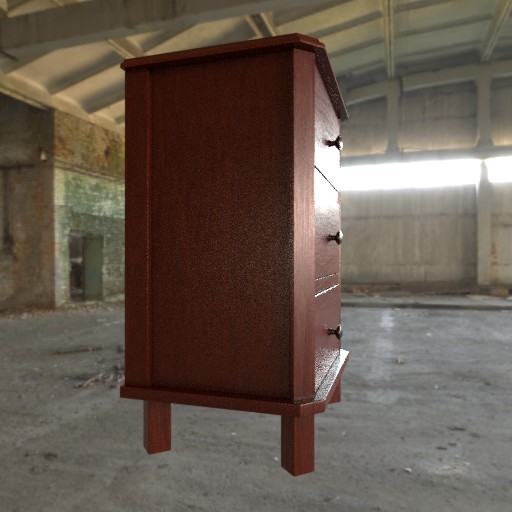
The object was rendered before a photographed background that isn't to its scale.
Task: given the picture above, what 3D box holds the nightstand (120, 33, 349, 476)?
[{"bbox_3d":[0.000,0.000,0.911,0.351,0.681,0.435,0,0,17],"label":"nightstand"}]
